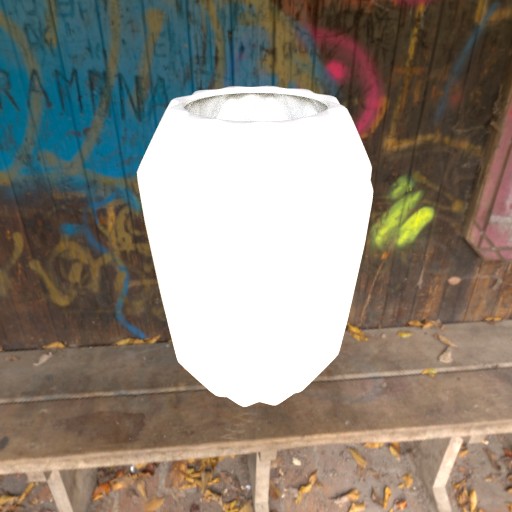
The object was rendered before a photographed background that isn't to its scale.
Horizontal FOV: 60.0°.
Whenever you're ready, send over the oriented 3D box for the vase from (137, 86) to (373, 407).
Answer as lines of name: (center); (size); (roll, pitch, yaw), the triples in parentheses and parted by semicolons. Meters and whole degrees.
vase: (0.000, 0.000, 0.409); (0.195, 0.275, 0.195); (0, 32, 0)
